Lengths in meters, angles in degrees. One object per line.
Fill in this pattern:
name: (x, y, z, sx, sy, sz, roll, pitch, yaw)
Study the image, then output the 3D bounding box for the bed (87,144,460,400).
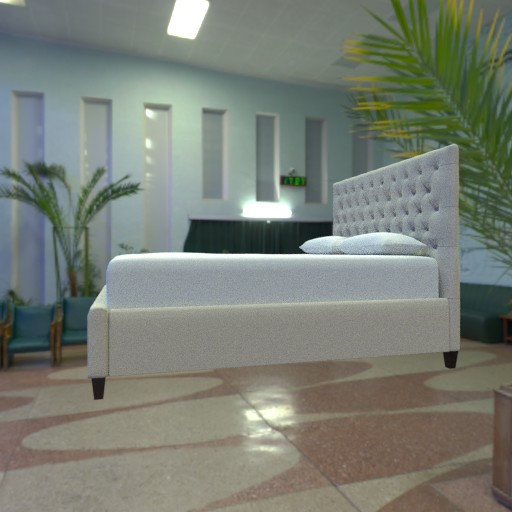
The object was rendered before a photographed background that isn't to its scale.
bed: (0.000, 0.000, 3.300, 2.233, 1.426, 1.696, 0, 1, -16)
